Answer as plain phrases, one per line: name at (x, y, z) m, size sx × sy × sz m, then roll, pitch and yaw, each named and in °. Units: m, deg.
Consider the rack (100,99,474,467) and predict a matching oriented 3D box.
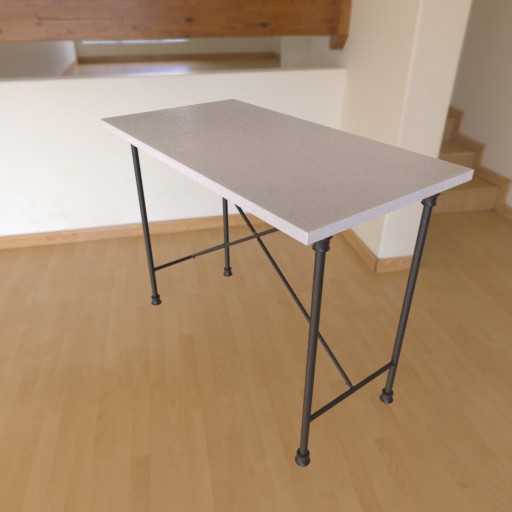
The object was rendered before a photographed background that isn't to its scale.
rack at (0.000, 0.000, 1.667) m, size 0.613 × 0.880 × 1.159 m, roll -21°, pitch 37°, yaw -31°
